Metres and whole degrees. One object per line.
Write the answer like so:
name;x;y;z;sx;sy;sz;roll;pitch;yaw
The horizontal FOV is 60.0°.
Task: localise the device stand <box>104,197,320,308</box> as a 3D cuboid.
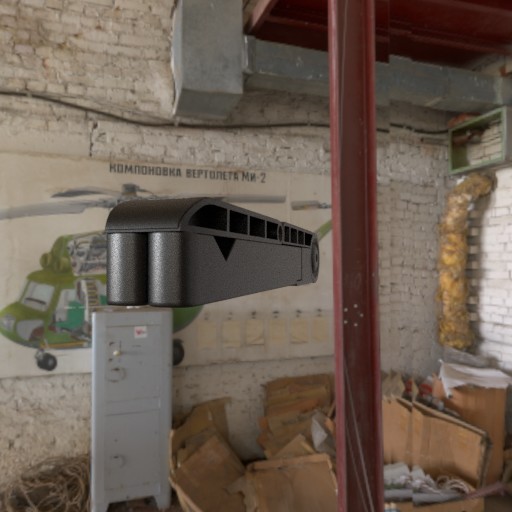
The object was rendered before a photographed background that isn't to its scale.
device stand;0.000;0.000;0.192;0.026;0.030;0.179;0;-1;18
